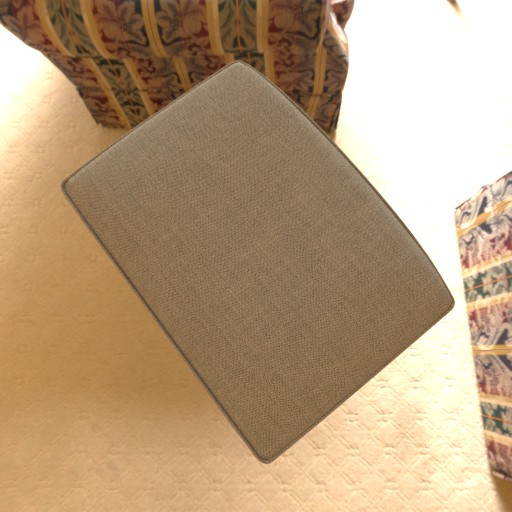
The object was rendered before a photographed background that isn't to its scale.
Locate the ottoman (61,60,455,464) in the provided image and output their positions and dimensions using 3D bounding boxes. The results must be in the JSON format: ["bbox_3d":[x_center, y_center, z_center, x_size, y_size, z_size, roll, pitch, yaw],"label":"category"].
[{"bbox_3d":[0.000,0.000,1.108,0.555,0.458,0.750,-37,80,-8],"label":"ottoman"}]
